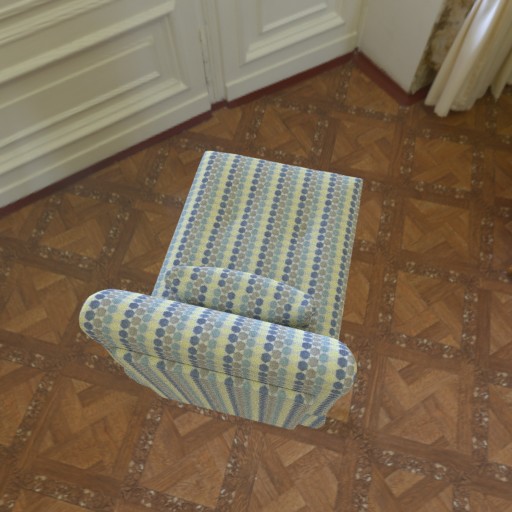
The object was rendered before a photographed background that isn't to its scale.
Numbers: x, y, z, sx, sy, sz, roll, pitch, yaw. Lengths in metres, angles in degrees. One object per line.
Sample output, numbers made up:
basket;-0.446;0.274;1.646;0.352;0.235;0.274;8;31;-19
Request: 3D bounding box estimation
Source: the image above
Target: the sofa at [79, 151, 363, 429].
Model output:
sofa;0.000;0.000;1.574;0.700;0.820;1.000;12;64;6
